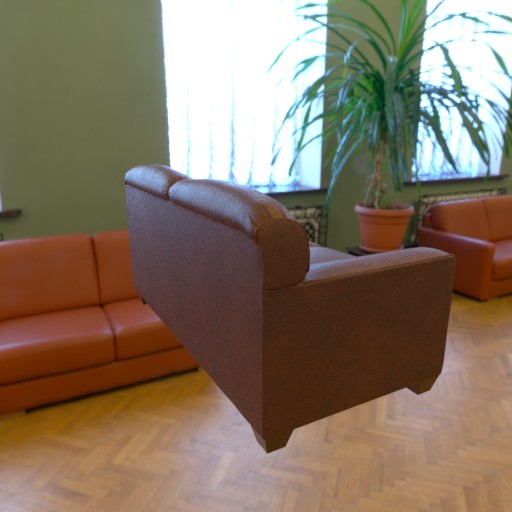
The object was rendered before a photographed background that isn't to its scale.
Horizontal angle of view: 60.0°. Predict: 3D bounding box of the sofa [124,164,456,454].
[{"bbox_3d":[0.000,0.000,2.462,1.000,0.966,1.856,-8,18,-28],"label":"sofa"}]
